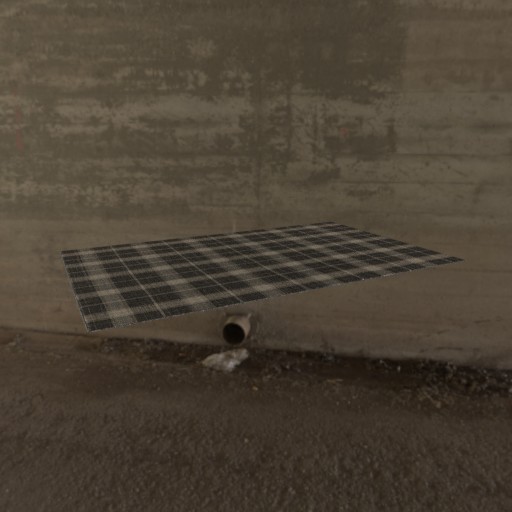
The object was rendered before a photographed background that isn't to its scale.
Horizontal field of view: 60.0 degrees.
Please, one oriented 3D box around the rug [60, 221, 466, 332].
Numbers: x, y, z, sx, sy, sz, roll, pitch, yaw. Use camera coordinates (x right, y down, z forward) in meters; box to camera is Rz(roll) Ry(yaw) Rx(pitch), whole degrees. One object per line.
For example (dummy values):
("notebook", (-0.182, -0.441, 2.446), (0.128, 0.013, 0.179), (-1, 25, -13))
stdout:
("rug", (0.000, 0.000, 3.111), (2.434, 0.015, 1.520), (-8, 17, -26))
